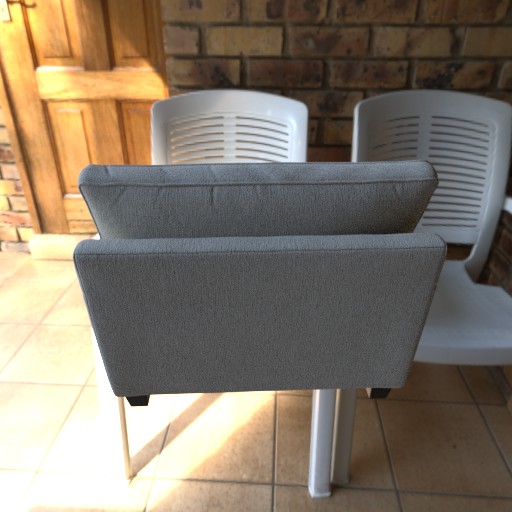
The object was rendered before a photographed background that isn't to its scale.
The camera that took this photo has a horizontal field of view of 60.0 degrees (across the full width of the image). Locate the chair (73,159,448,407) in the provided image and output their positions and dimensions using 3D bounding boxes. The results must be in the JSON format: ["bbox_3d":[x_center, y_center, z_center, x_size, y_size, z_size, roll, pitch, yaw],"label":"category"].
[{"bbox_3d":[0.000,0.000,1.971,1.220,1.016,1.041,-1,28,-2],"label":"chair"}]
